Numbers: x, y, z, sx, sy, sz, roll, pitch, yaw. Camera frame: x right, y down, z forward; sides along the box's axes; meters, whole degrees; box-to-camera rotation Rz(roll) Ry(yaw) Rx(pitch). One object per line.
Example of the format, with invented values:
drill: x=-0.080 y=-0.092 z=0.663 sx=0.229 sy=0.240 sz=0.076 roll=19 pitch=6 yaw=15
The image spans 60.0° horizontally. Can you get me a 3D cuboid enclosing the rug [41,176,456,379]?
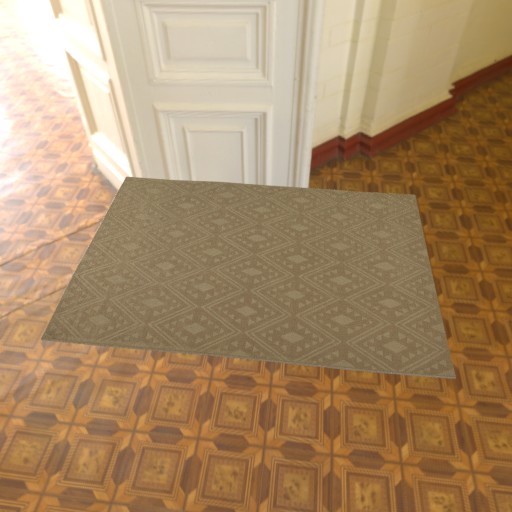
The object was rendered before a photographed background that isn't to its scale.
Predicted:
rug: x=0.000 y=0.000 z=2.367 sx=1.829 sy=0.034 sz=1.252 roll=5 pitch=46 yaw=4
